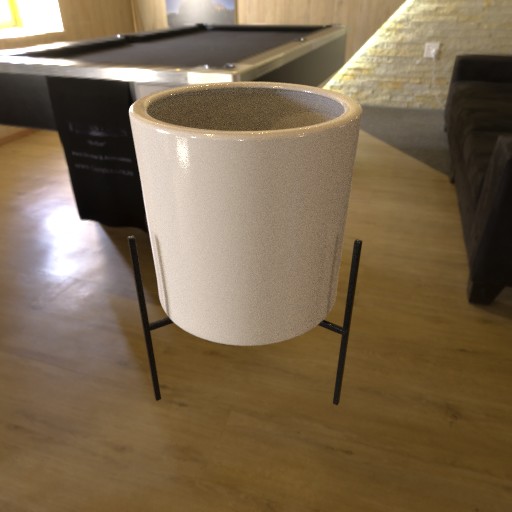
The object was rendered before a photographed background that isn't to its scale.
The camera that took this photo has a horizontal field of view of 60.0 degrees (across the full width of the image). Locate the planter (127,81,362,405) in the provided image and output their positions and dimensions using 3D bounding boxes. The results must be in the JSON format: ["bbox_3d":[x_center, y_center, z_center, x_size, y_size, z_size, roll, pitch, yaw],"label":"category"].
[{"bbox_3d":[0.000,0.000,0.646,0.308,0.431,0.307,19,36,29],"label":"planter"}]
